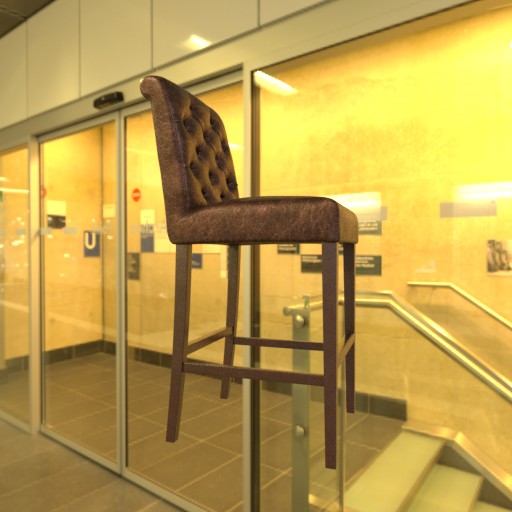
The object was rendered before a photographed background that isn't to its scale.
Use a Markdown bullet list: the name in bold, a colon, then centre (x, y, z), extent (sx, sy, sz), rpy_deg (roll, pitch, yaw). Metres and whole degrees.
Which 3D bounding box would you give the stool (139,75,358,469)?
- **stool**: centre (0.000, 0.000, 1.533), extent (0.659, 1.168, 0.483), rpy_deg (0, 1, 19)
